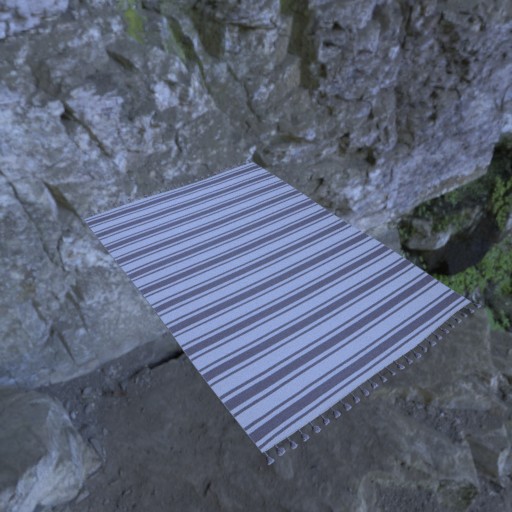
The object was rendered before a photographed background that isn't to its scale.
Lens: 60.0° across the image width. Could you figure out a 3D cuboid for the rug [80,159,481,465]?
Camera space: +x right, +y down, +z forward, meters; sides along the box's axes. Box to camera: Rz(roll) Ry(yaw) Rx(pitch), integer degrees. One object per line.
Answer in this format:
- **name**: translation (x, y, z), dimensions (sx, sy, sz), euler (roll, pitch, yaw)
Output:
- **rug**: translation (0.000, 0.000, 3.810), dimensions (2.030, 0.017, 3.040), euler (-25, 45, -27)
